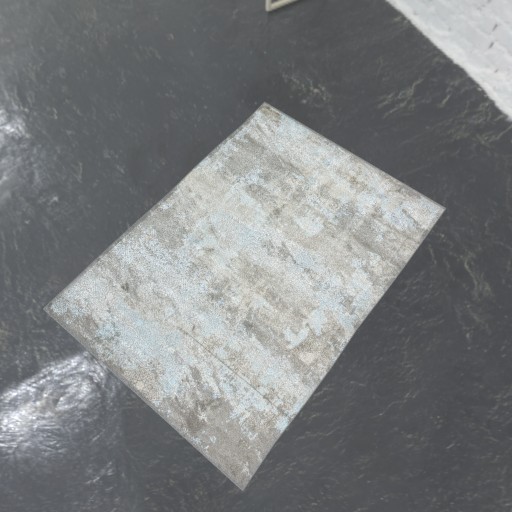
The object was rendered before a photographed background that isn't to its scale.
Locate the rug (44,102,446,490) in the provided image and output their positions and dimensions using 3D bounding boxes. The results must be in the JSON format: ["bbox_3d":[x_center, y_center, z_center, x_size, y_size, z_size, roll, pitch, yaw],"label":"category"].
[{"bbox_3d":[0.000,0.000,4.338,2.393,0.013,3.307,36,69,16],"label":"rug"}]
